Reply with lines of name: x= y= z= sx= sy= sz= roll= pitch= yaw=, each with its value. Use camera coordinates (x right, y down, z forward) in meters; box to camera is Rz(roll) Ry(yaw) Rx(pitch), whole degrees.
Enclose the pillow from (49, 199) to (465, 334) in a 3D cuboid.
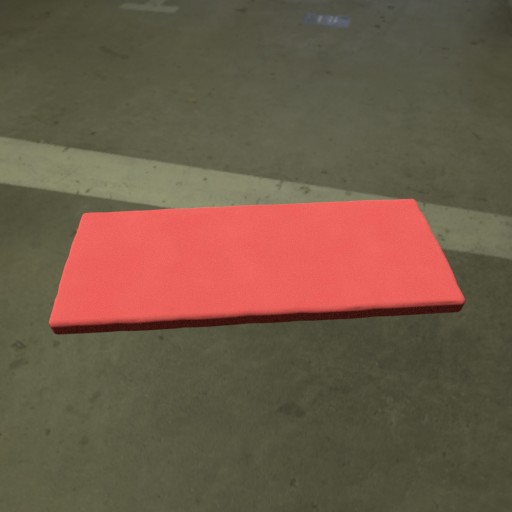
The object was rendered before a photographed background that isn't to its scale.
pillow: x=0.000 y=0.000 z=1.387 sx=1.187 sy=0.081 sz=0.492 roll=-3 pitch=47 yaw=-3
